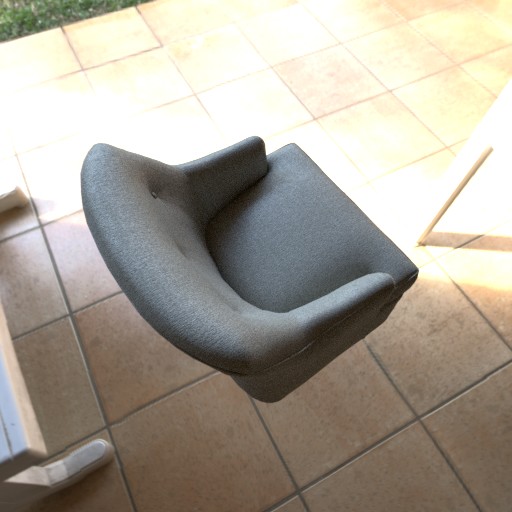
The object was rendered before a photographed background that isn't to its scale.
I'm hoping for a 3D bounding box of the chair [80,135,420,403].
[{"bbox_3d":[0.000,0.000,1.597,0.923,0.856,0.864,-30,64,-17],"label":"chair"}]
